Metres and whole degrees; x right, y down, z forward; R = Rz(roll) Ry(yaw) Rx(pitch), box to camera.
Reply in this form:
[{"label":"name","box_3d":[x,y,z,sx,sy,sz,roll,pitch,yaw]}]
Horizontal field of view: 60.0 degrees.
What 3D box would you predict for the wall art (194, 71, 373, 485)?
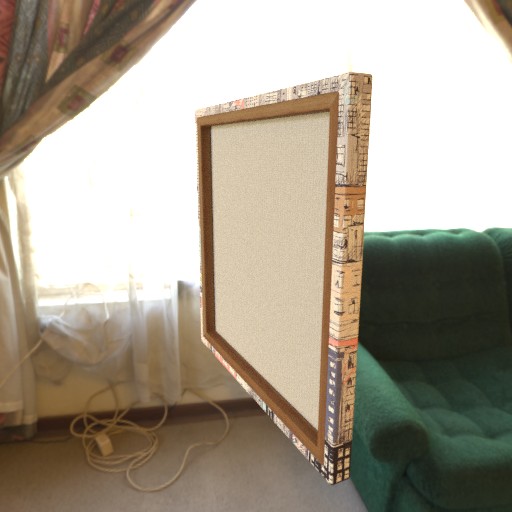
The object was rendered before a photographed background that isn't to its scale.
[{"label":"wall art","box_3d":[0.000,0.000,0.894,0.038,0.608,0.607,-7,15,-26]}]
